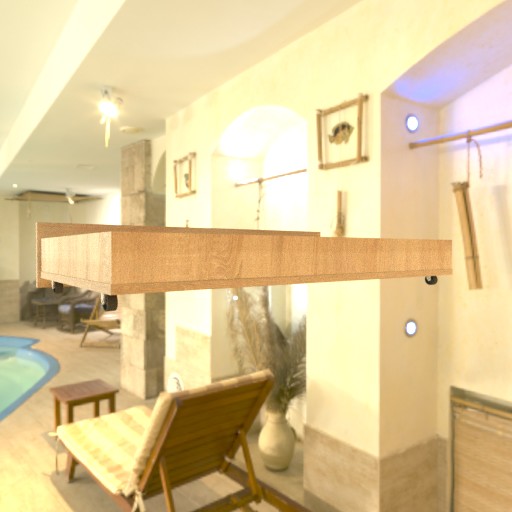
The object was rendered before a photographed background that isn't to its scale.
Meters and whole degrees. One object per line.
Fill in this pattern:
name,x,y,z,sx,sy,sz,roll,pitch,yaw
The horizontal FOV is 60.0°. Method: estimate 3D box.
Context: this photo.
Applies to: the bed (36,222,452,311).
bed,0.000,0.000,1.458,1.200,0.209,0.685,-1,1,-36
